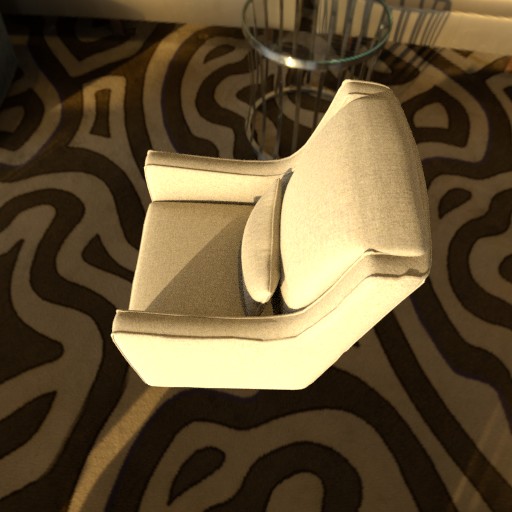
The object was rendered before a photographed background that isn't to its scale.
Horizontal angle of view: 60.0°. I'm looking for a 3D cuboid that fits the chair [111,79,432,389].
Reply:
[{"bbox_3d":[0.000,0.000,1.562,0.879,0.993,0.732,1,59,1],"label":"chair"}]
